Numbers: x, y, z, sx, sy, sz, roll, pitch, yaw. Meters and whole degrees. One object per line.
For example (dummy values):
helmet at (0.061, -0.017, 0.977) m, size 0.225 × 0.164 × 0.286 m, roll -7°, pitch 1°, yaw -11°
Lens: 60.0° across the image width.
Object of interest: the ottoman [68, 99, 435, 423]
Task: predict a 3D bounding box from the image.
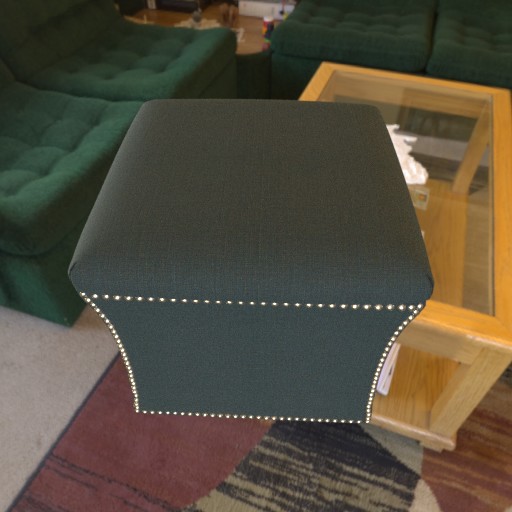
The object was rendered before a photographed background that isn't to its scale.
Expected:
ottoman at (0.000, 0.000, 0.885) m, size 0.507 × 0.475 × 0.497 m, roll 2°, pitch 46°, yaw 2°
